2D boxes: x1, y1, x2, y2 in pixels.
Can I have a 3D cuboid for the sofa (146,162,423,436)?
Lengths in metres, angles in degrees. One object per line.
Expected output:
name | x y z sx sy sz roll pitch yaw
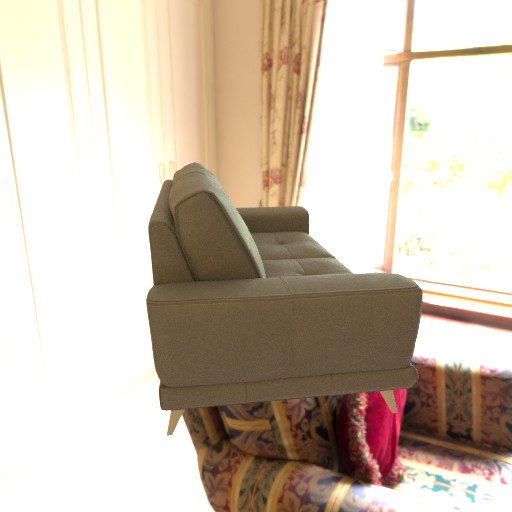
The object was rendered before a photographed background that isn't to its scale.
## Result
sofa | 0.000 0.000 2.393 1.018 0.907 1.806 -3 16 -9
